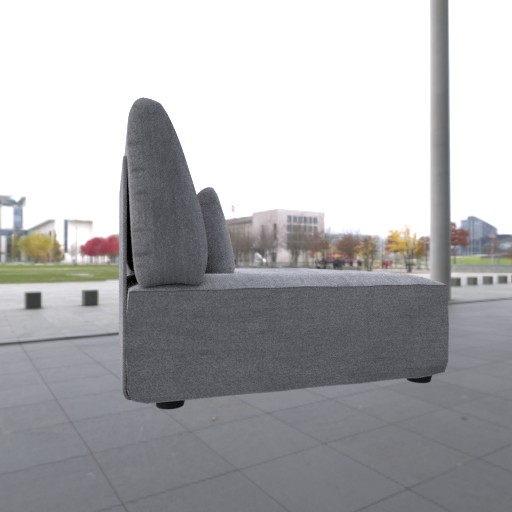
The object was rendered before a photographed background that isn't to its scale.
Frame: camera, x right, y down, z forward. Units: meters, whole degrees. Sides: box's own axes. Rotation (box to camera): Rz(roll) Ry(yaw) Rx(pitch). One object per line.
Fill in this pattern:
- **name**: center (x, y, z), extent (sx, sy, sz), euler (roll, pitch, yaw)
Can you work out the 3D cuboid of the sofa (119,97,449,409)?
- **sofa**: center (0.000, 0.000, 1.708), extent (1.000, 0.820, 0.930), euler (0, 0, -18)
